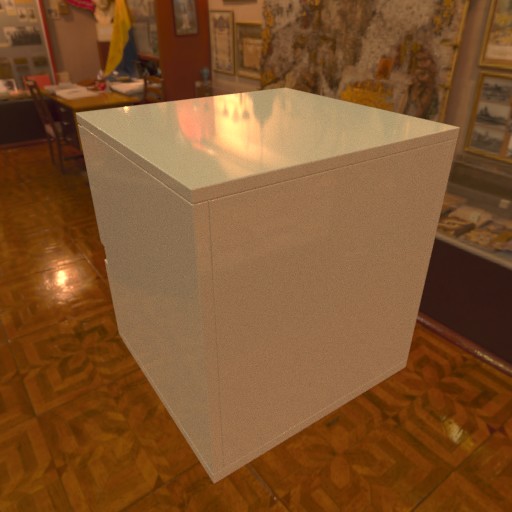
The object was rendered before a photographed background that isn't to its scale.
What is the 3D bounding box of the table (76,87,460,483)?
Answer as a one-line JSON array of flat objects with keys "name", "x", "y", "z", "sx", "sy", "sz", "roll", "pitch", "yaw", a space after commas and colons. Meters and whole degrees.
[{"name": "table", "x": 0.000, "y": 0.000, "z": 0.779, "sx": 0.420, "sy": 0.470, "sz": 0.400, "roll": -19, "pitch": 35, "yaw": -29}]
